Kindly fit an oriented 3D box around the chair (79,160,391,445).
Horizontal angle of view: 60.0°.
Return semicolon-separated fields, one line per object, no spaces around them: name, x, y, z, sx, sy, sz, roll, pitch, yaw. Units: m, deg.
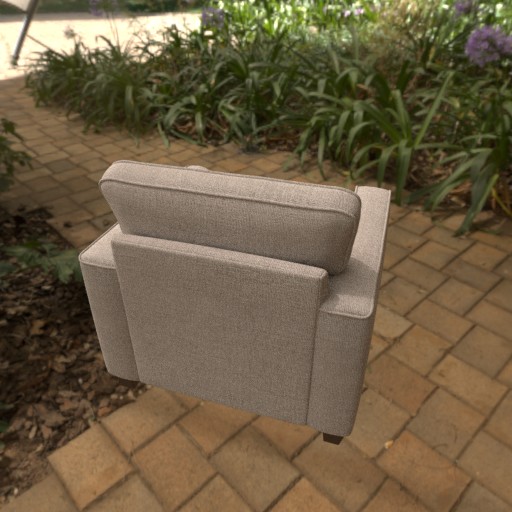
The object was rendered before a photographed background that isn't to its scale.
chair;0.000;0.000;1.836;1.015;0.965;0.939;10;34;15
